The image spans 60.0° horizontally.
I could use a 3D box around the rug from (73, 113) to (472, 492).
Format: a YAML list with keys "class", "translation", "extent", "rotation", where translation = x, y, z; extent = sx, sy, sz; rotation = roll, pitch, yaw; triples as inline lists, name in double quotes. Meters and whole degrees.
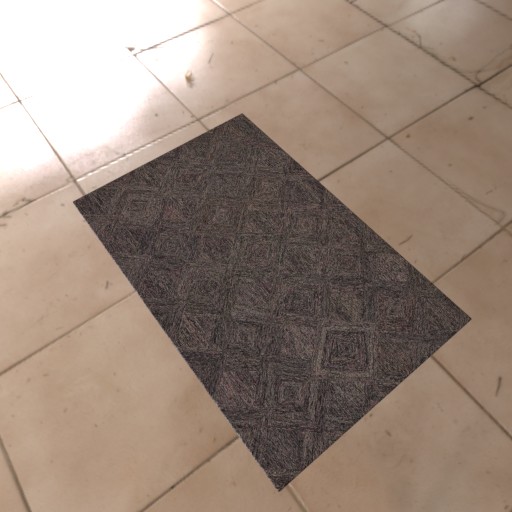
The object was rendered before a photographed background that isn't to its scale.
- class: "rug"
  translation: [0.000, 0.000, 2.899]
  extent: [1.501, 0.017, 2.298]
  rotation: [-33, 64, -19]
